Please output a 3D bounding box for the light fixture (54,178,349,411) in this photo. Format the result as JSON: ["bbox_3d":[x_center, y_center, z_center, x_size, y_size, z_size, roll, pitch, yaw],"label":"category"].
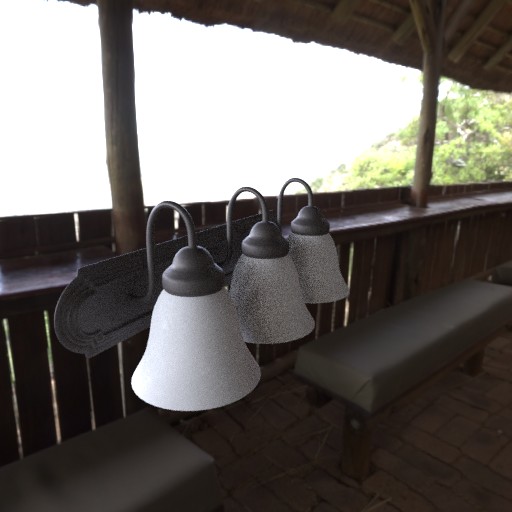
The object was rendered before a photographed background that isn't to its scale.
[{"bbox_3d":[0.000,0.000,0.718,0.199,0.222,0.610,8,16,27],"label":"light fixture"}]
